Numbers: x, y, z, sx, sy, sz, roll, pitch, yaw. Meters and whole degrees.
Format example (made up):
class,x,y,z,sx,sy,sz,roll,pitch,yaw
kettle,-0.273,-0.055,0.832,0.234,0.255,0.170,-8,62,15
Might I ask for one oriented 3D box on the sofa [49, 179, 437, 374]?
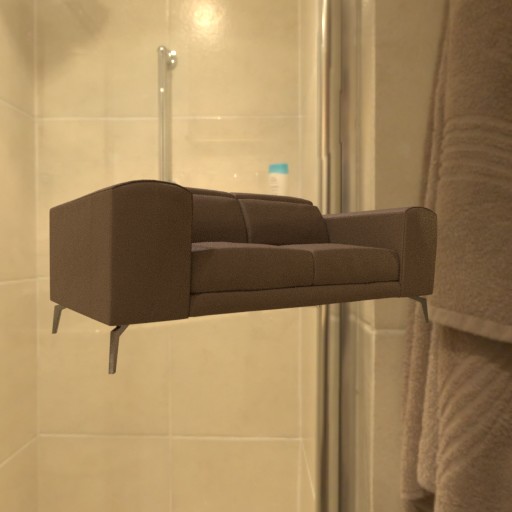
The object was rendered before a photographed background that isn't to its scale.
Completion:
class,x,y,z,sx,sy,sz,roll,pitch,yaw
sofa,0.000,0.000,2.382,1.895,0.779,1.003,0,1,-36
